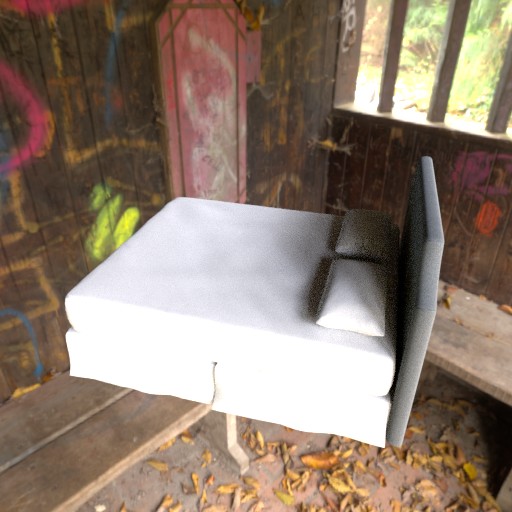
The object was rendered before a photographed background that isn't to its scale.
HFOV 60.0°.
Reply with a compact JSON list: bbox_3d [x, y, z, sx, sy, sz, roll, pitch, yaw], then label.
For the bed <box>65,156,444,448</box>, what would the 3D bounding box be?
[{"bbox_3d":[0.000,0.000,3.249,2.259,1.296,1.811,8,32,14],"label":"bed"}]
